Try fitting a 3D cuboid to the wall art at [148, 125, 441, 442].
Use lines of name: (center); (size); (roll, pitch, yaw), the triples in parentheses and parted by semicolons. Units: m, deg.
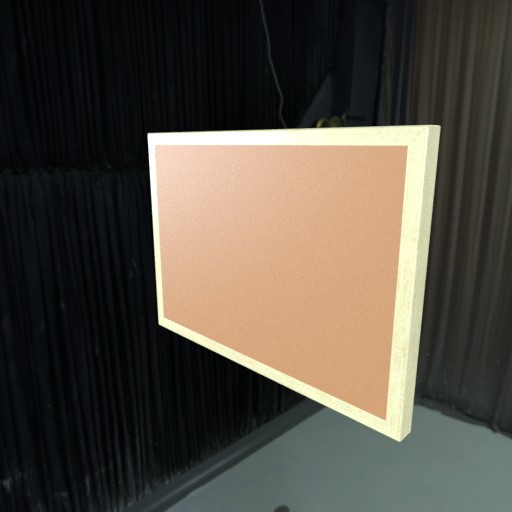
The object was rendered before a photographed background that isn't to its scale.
wall art: (0.000, 0.000, 0.699); (0.533, 0.381, 0.032); (14, 20, 43)
